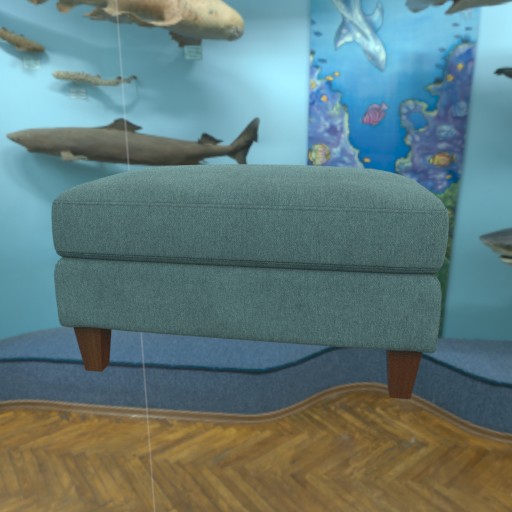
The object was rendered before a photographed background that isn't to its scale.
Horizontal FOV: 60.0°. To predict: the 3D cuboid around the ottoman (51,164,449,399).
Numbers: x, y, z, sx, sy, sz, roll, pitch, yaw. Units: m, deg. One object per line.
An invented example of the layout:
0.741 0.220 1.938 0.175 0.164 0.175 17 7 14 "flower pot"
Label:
0.000 0.000 1.211 0.864 0.483 0.584 2 16 9 "ottoman"
